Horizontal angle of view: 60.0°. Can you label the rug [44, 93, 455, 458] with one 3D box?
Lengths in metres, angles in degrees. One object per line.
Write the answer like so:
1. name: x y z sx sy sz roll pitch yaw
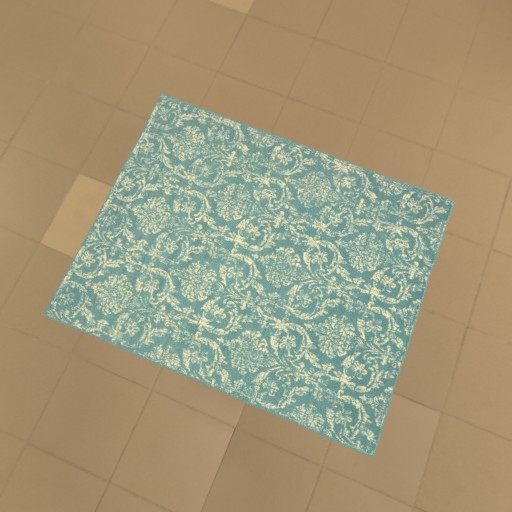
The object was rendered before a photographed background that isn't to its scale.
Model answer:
1. rug: 0.000 0.000 3.939 2.980 0.012 2.363 22 76 6
